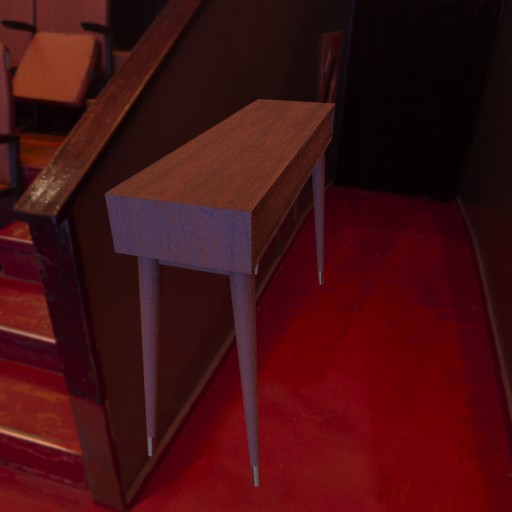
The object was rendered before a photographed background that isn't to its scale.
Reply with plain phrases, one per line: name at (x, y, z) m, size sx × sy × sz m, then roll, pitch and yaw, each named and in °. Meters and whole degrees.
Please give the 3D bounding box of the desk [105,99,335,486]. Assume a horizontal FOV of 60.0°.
desk at (0.000, 0.000, 1.679) m, size 0.384 × 0.917 × 1.204 m, roll 9°, pitch 31°, yaw 15°
